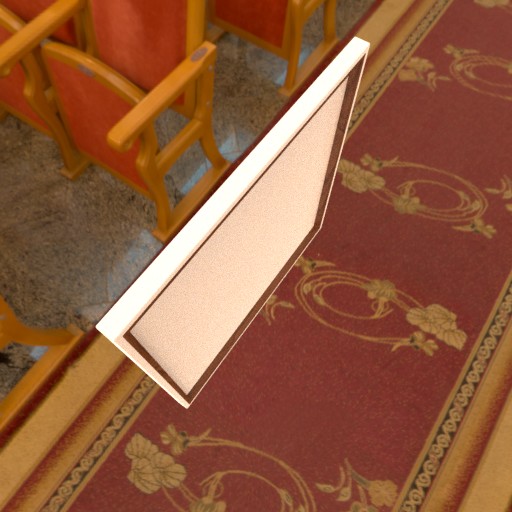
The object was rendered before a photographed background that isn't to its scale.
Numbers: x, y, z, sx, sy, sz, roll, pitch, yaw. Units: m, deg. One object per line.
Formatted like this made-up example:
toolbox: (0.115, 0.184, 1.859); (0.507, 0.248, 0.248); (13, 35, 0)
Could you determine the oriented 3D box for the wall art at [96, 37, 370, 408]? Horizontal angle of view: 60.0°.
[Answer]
wall art: (0.000, 0.000, 1.112); (0.037, 0.757, 0.757); (32, 68, 15)
